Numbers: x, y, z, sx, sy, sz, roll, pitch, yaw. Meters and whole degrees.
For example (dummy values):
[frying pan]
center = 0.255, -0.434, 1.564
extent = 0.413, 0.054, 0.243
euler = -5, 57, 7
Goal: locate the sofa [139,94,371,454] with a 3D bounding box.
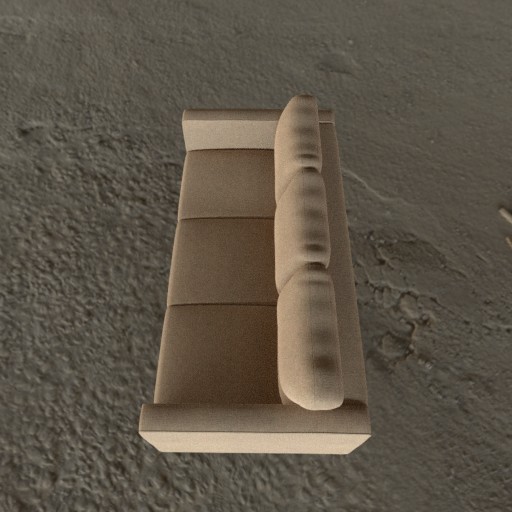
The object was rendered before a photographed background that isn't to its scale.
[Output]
[sofa]
center = 0.000, 0.000, 2.356
extent = 0.930, 0.800, 1.855
euler = 1, 58, 0
